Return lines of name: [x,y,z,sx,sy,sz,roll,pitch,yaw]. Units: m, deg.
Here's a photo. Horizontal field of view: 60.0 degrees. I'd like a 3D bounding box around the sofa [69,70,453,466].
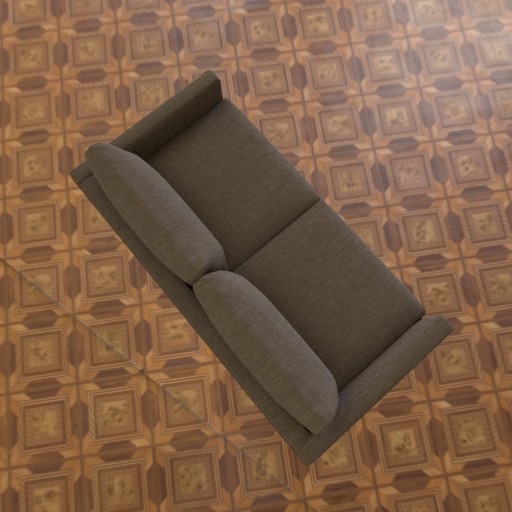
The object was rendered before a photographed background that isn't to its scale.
sofa: [0.000,0.000,2.158,0.875,0.840,1.682,-40,80,-8]
